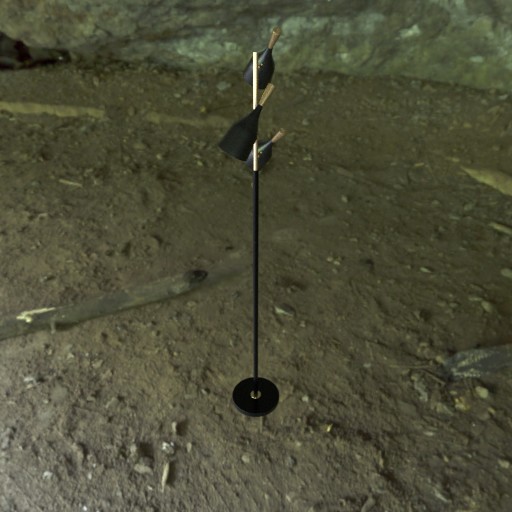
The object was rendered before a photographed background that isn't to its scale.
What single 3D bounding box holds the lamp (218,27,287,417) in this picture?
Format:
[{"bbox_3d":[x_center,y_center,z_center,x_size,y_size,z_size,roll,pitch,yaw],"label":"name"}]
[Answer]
[{"bbox_3d":[0.000,0.000,1.932,0.253,1.778,0.434,8,32,13],"label":"lamp"}]
